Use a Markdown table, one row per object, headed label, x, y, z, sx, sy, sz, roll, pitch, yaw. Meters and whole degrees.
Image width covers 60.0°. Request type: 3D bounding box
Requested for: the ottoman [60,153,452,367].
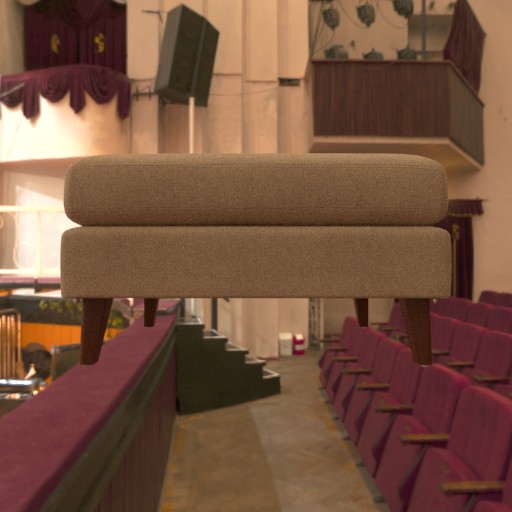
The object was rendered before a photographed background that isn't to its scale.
| label | x | y | z | sx | sy | sz | roll | pitch | yaw |
| --- | --- | --- | --- | --- | --- | --- | --- | --- | --- |
| ottoman | 0.000 | 0.000 | 1.216 | 0.823 | 0.478 | 0.610 | 0 | -1 | 0 |
